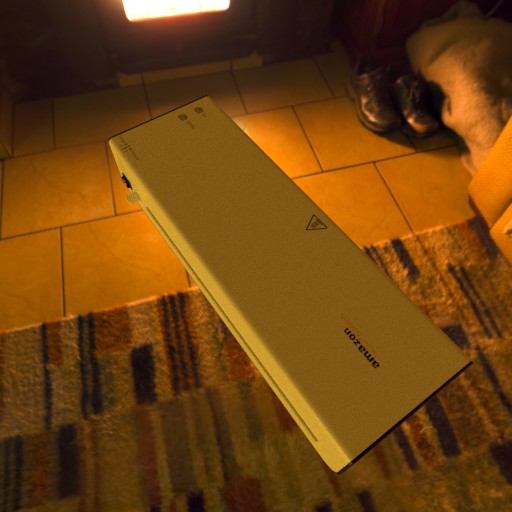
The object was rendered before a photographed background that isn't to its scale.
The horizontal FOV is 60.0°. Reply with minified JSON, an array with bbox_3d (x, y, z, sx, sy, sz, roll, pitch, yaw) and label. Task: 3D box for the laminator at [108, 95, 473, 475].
[{"bbox_3d":[0.000,0.000,0.380,0.123,0.062,0.340,-31,63,-18],"label":"laminator"}]
